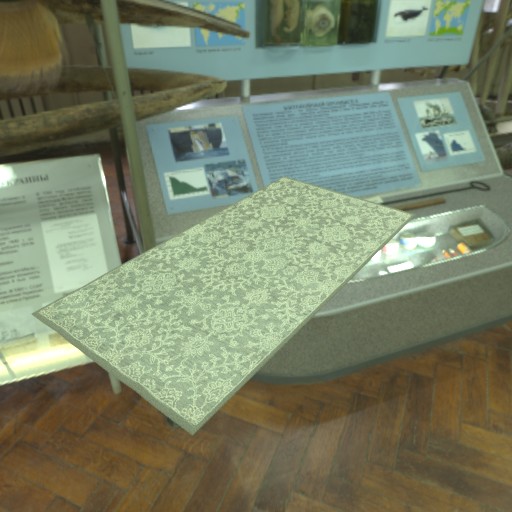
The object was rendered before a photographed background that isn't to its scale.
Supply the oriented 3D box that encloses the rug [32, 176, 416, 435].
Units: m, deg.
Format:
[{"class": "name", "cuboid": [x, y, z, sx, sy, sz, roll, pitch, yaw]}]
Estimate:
[{"class": "rug", "cuboid": [0.000, 0.000, 3.661, 1.546, 0.011, 3.048, 23, 39, 31]}]
